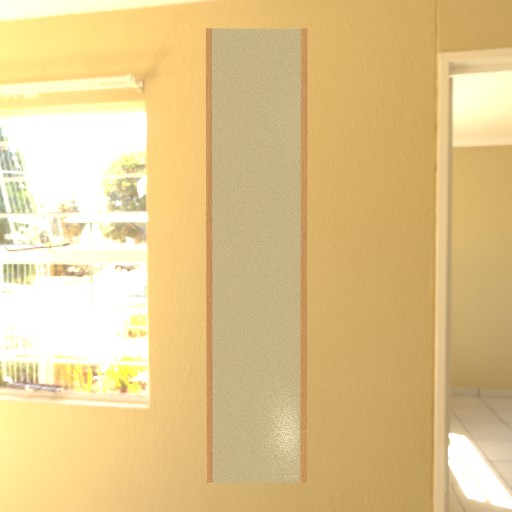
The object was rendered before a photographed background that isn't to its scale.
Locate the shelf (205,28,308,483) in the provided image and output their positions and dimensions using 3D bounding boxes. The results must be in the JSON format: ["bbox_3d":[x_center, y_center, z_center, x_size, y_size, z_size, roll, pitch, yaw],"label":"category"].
[{"bbox_3d":[0.000,0.000,1.004,0.197,0.882,0.290,0,1,0],"label":"shelf"}]
